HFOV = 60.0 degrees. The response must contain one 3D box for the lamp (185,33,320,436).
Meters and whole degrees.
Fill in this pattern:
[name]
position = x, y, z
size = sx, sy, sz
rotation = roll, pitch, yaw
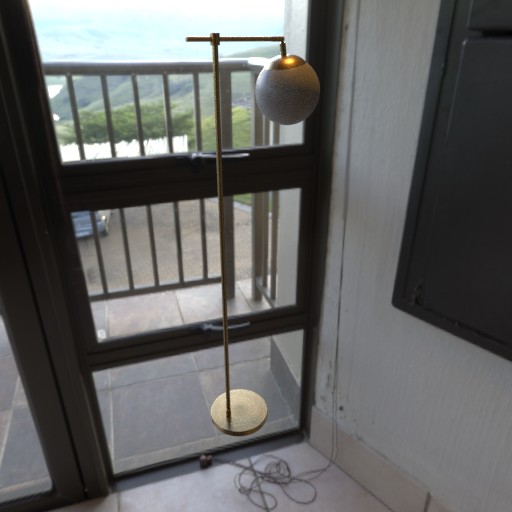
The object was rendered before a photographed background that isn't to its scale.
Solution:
[lamp]
position = 0.000, 0.000, 1.676
size = 0.476, 1.505, 0.249
rotation = -18, 31, -32
